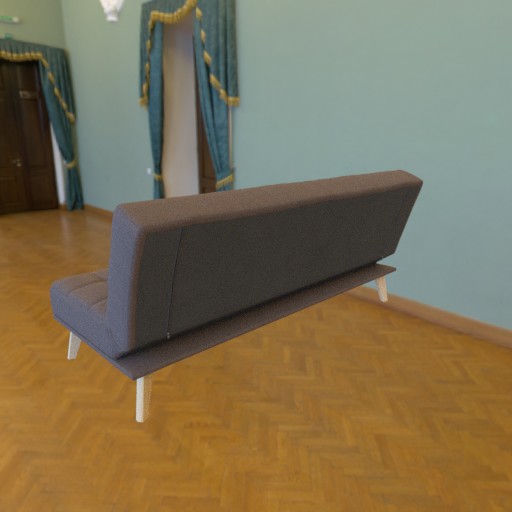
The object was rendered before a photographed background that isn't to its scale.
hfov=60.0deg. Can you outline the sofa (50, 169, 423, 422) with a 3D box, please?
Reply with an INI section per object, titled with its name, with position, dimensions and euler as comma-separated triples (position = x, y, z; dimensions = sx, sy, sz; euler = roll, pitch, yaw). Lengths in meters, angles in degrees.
[sofa]
position = 0.000, 0.000, 2.275
dimensions = 1.800, 0.810, 0.860
euler = -15, 22, -42
